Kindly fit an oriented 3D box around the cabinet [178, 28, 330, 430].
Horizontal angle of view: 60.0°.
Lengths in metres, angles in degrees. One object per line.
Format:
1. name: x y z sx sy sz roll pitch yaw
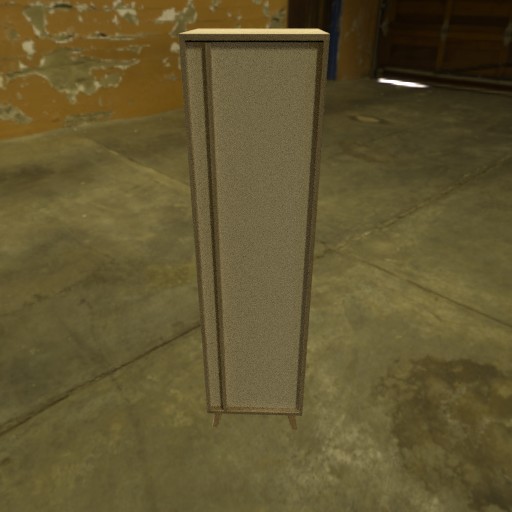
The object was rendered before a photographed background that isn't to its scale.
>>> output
1. cabinet: 0.000 0.000 2.164 0.510 1.960 0.450 1 29 2
